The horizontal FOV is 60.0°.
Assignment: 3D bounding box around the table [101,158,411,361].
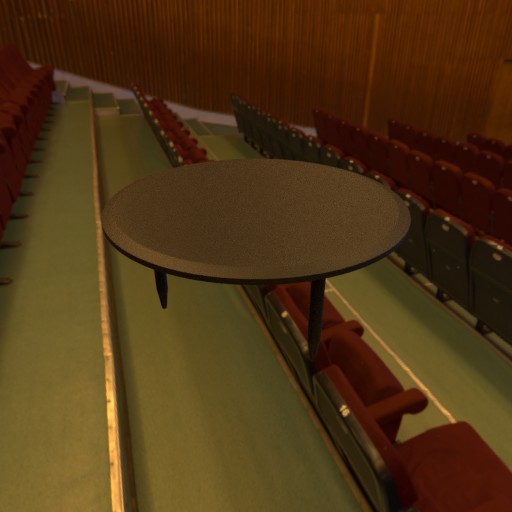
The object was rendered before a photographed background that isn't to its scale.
[{"bbox_3d":[0.000,0.000,1.439,0.900,0.400,0.900,0,29,0],"label":"table"}]
